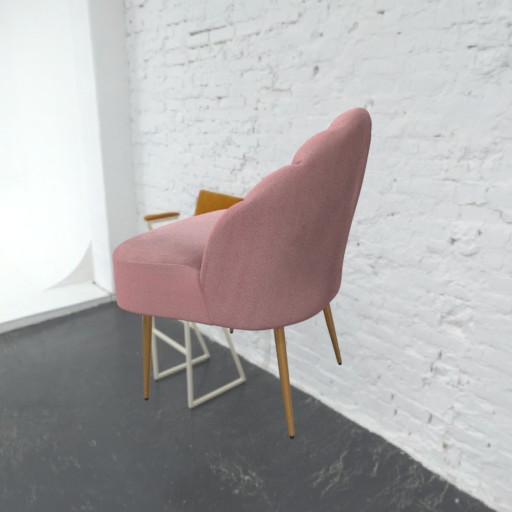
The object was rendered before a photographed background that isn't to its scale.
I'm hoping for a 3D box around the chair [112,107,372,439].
[{"bbox_3d":[0.000,0.000,1.305,0.599,0.819,0.657,8,18,26],"label":"chair"}]
